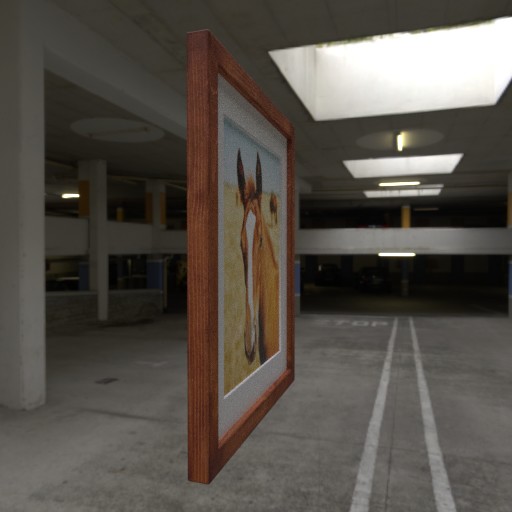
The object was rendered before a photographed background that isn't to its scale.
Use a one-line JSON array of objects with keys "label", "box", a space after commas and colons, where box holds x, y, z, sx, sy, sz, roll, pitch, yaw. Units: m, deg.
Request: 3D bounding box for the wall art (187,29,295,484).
[{"label": "wall art", "box": [0.000, 0.000, 0.765, 0.030, 0.558, 0.462, 0, 1, 18]}]
